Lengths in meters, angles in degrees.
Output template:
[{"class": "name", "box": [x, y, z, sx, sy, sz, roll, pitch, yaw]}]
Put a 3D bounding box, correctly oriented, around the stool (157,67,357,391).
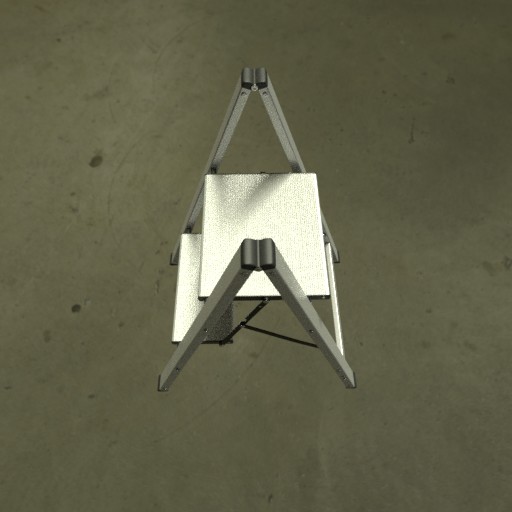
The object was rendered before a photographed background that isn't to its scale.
[{"class": "stool", "box": [0.000, 0.000, 1.015, 0.535, 0.670, 0.440, -1, 59, 0]}]
